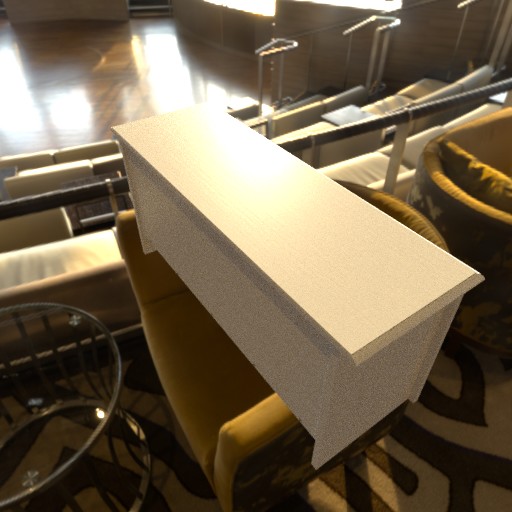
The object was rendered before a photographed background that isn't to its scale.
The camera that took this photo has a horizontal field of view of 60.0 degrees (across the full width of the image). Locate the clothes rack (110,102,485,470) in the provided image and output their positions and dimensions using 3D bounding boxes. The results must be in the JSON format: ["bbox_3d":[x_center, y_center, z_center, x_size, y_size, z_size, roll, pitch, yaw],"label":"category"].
[{"bbox_3d":[0.000,0.000,1.459,0.405,0.558,1.218,-25,47,-26],"label":"clothes rack"}]
